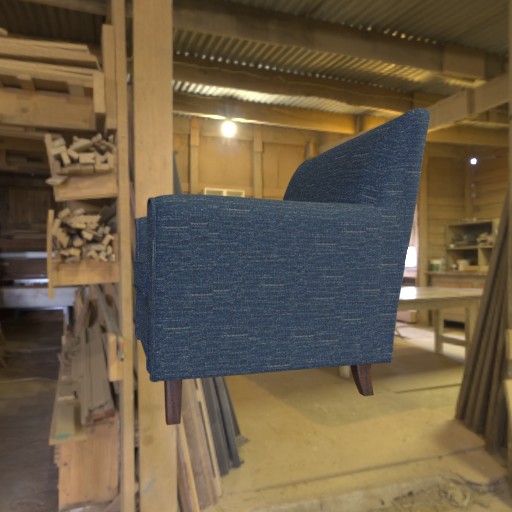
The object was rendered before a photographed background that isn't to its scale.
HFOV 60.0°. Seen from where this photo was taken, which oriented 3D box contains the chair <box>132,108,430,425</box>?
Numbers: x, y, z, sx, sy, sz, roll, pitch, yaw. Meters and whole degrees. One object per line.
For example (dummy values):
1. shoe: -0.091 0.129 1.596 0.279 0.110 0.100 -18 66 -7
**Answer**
1. chair: 0.000 0.000 1.650 0.873 0.928 0.864 0 0 -18
